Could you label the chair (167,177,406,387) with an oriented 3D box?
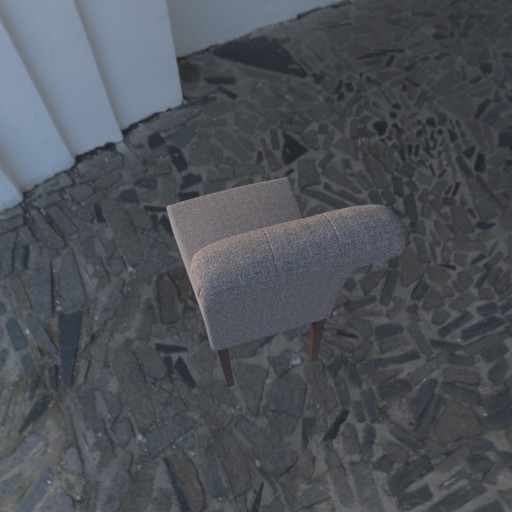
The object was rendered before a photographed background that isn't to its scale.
[{"bbox_3d":[0.000,0.000,1.365,0.456,1.006,0.671,-15,60,-9],"label":"chair"}]
